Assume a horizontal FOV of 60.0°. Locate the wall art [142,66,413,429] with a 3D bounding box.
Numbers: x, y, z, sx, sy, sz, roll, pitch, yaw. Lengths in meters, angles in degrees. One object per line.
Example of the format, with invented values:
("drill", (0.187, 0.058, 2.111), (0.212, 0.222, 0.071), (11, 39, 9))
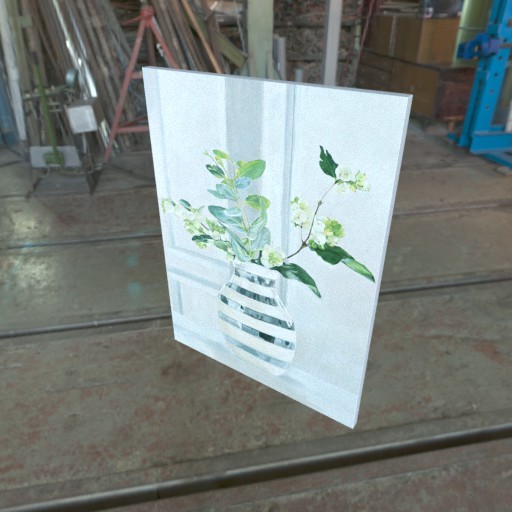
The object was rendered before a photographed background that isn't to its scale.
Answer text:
("wall art", (0.000, 0.000, 1.614), (0.914, 1.212, 0.038), (19, 35, 29))
